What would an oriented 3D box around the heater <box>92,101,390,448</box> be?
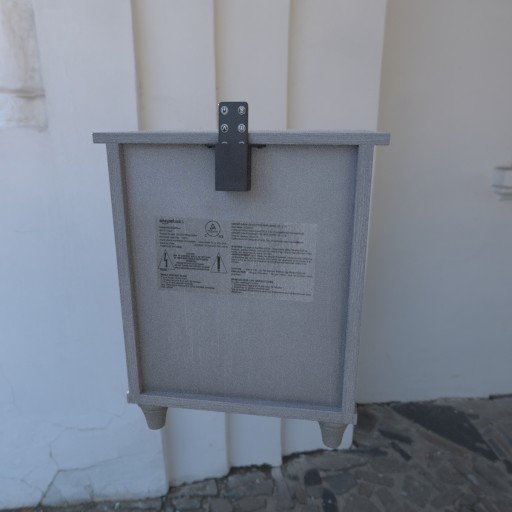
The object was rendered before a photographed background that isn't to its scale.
[{"bbox_3d":[0.000,0.000,0.756,0.362,0.481,0.400,2,17,8],"label":"heater"}]
